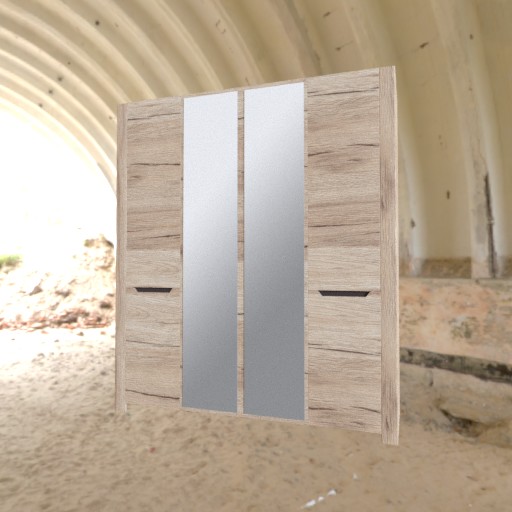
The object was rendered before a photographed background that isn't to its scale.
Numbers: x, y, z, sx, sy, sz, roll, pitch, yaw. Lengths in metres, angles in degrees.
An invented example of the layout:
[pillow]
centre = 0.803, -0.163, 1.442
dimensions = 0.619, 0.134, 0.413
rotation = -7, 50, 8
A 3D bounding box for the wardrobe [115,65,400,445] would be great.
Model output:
[wardrobe]
centre = 0.000, 0.000, 2.973
dimensions = 1.810, 2.070, 0.580
rotation = 0, -1, 19
